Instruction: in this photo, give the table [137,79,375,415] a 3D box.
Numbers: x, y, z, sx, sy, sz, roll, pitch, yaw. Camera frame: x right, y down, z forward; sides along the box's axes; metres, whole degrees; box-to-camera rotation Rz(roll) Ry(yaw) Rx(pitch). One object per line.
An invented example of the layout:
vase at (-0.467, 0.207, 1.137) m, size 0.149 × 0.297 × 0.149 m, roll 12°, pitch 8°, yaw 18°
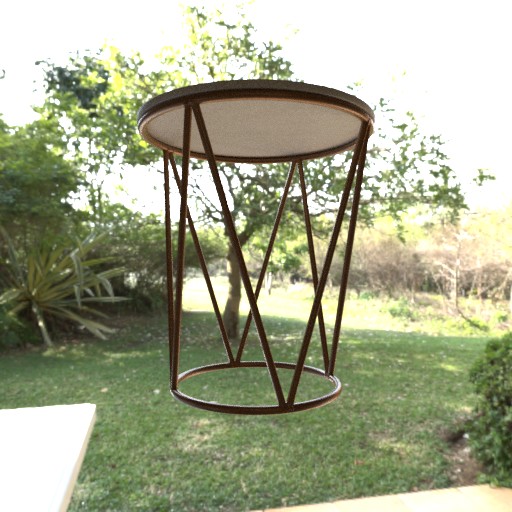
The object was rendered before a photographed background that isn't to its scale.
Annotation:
table at (0.000, 0.000, 0.959) m, size 0.500 × 0.564 × 0.500 m, roll 0°, pitch -1°, yaw 0°
